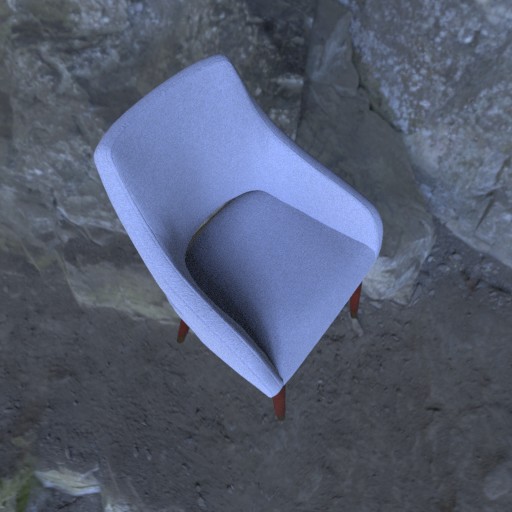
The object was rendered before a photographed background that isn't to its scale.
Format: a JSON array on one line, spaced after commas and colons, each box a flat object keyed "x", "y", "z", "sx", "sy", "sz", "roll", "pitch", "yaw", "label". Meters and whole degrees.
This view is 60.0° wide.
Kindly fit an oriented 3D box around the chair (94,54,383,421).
[{"x": 0.000, "y": 0.000, "z": 1.298, "sx": 0.600, "sy": 0.889, "sz": 0.609, "roll": 33, "pitch": 64, "yaw": 19, "label": "chair"}]
